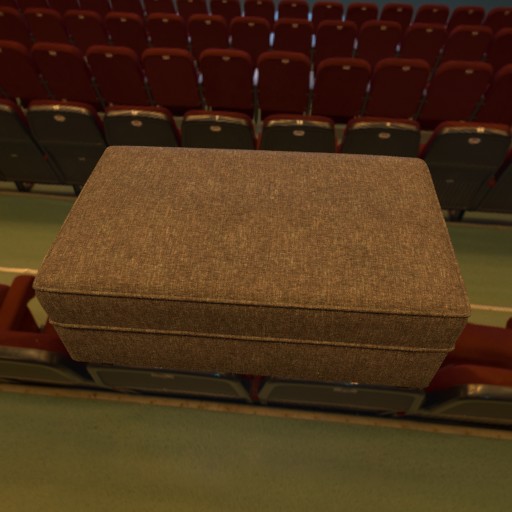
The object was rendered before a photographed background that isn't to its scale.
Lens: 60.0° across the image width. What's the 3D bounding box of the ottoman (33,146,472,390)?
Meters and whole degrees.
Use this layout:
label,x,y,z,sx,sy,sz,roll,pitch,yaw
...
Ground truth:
label,x,y,z,sx,sy,sz,roll,pitch,yaw
ottoman,0.000,0.000,1.524,1.184,0.487,0.717,4,47,3
